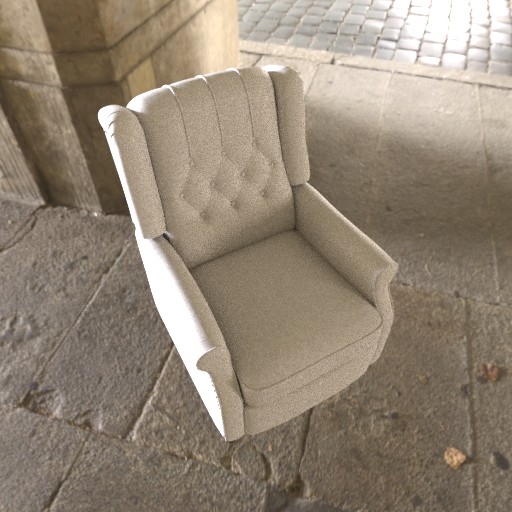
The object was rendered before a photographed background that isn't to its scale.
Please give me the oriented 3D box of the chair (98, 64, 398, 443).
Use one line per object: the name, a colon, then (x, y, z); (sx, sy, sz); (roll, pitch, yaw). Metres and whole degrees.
chair: (0.000, 0.000, 1.588); (0.742, 1.035, 0.902); (-22, 52, -19)
